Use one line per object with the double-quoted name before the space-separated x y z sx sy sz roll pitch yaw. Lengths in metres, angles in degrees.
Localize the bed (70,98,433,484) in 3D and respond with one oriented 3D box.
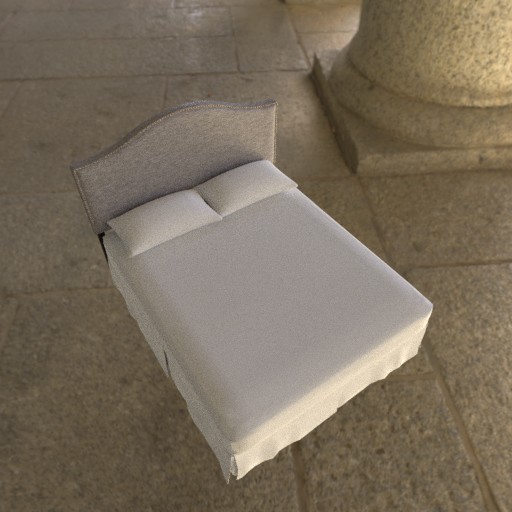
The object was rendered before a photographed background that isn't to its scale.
"bed" 0.000 0.000 2.892 1.610 1.295 1.870 -26 52 -23
